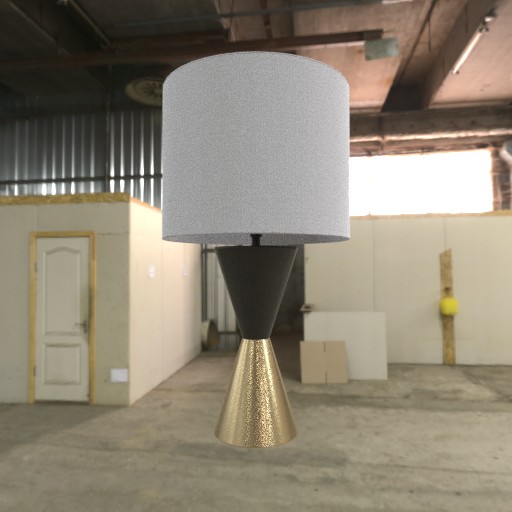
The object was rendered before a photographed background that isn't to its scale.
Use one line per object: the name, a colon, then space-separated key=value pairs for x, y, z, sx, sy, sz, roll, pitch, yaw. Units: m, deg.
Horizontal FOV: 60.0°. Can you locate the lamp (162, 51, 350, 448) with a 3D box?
lamp: x=0.000 y=0.000 z=0.732 sx=0.304 sy=0.573 sz=0.304 roll=-1 pitch=-2 yaw=36
